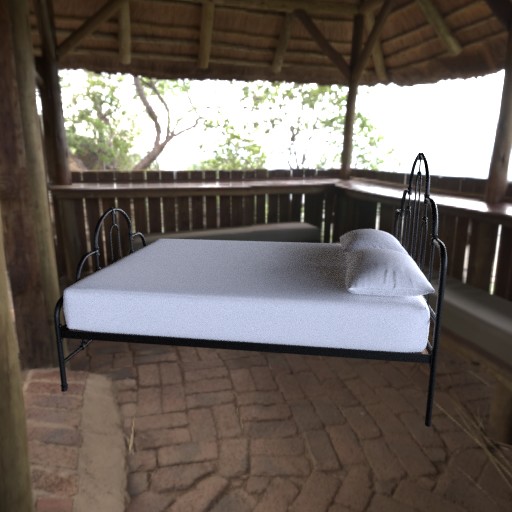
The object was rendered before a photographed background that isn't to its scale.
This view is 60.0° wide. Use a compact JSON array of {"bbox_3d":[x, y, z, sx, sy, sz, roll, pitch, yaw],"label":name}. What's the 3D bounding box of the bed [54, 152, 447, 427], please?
[{"bbox_3d":[0.000,0.000,3.172,2.181,1.444,1.626,2,13,9],"label":"bed"}]
